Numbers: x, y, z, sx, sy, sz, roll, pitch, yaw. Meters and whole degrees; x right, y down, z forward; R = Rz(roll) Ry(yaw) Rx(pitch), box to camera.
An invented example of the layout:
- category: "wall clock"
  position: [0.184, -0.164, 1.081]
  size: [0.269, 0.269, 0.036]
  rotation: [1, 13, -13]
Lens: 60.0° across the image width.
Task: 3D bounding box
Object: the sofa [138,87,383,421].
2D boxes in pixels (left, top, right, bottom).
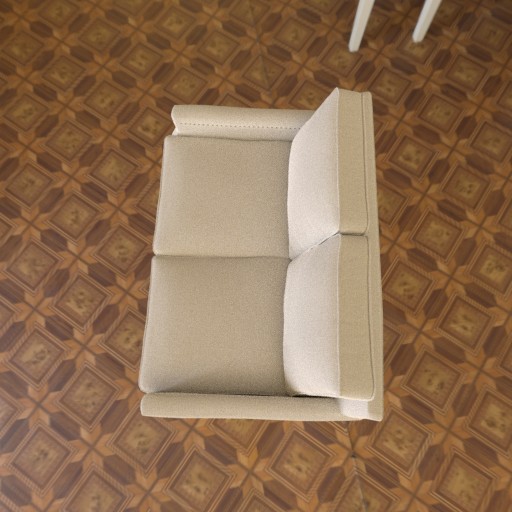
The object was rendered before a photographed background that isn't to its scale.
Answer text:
- category: "sofa"
  position: [0.000, 0.000, 2.280]
  size: [1.084, 1.003, 1.597]
  rotation: [2, 74, 1]
